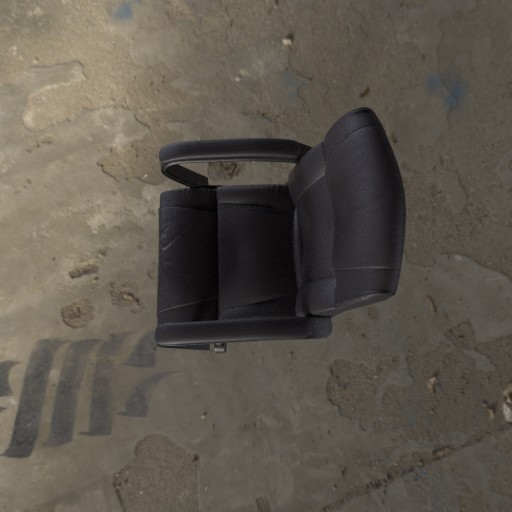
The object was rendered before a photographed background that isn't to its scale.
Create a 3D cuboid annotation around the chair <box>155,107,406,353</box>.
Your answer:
[{"bbox_3d":[0.000,0.000,1.411,0.641,0.998,0.576,-2,75,-1],"label":"chair"}]
